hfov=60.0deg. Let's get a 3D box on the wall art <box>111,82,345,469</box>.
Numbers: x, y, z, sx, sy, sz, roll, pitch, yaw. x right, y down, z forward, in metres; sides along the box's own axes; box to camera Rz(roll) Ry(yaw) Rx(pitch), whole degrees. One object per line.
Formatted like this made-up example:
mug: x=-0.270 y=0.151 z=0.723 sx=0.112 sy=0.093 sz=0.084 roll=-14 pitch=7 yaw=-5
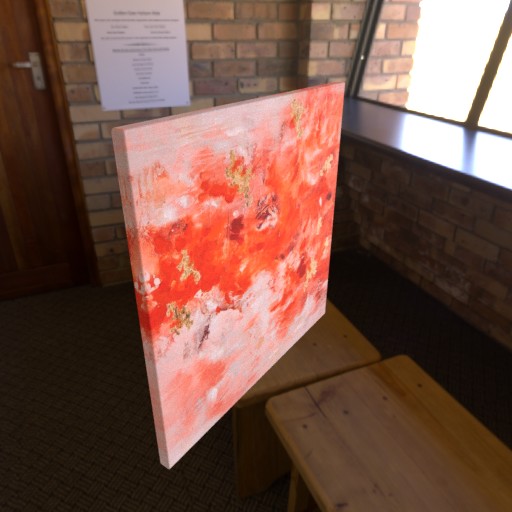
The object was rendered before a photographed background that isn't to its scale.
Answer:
wall art: x=0.000 y=0.000 z=1.295 sx=0.066 sy=0.878 sz=0.878 roll=18 pitch=33 yaw=31
